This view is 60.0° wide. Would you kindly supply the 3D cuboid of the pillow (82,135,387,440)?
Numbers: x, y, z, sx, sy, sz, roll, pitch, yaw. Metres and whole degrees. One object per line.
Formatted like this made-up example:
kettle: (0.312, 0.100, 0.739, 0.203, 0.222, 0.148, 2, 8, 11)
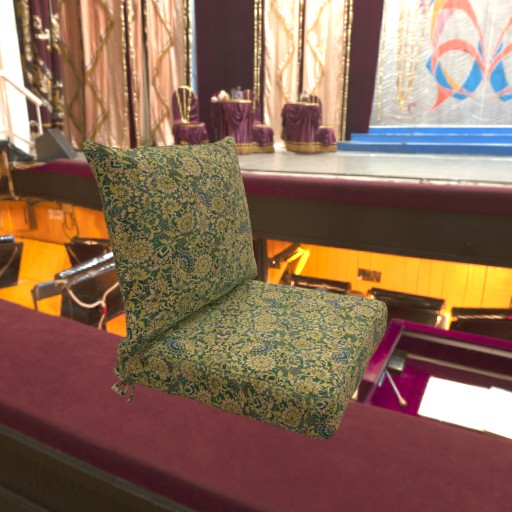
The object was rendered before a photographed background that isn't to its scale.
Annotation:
pillow: (0.000, 0.000, 1.395, 0.740, 0.722, 0.798, 8, 18, 25)
